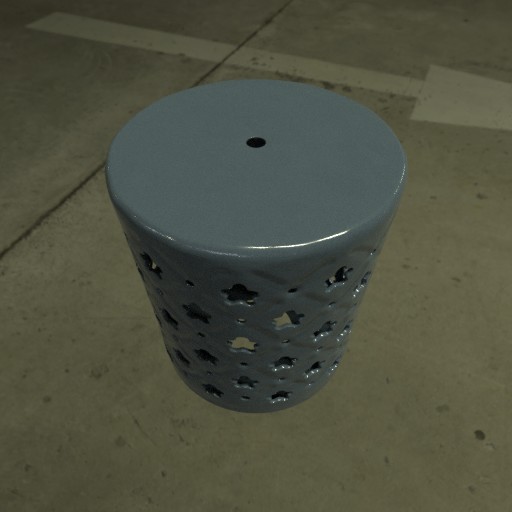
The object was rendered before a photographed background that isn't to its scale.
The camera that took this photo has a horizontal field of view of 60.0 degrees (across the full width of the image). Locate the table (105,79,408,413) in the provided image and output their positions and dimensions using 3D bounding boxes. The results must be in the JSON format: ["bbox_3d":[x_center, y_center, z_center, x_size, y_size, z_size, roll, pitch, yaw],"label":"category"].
[{"bbox_3d":[0.000,0.000,0.657,0.352,0.387,0.352,0,47,0],"label":"table"}]
